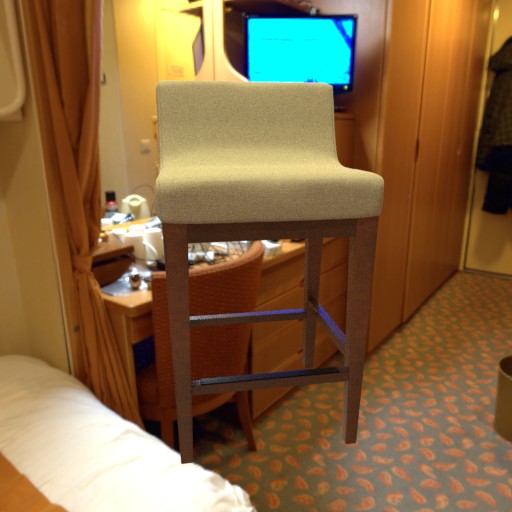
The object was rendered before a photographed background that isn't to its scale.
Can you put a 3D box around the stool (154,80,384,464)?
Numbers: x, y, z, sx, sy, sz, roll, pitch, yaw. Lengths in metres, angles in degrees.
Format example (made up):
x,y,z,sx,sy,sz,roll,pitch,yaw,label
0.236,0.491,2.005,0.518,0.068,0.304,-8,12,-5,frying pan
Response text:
x,y,z,sx,sy,sz,roll,pitch,yaw,label
0.000,0.000,1.222,0.511,0.937,0.500,-3,16,-9,stool
